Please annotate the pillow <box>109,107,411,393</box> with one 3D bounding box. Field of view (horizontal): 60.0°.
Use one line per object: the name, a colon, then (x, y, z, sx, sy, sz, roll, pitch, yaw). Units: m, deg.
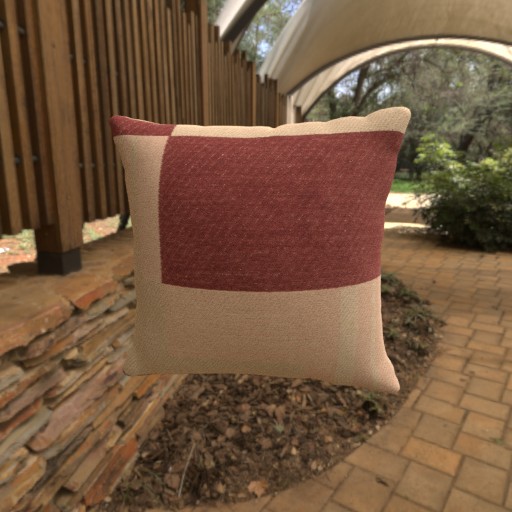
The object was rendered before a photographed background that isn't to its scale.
pillow: (0.000, 0.000, 0.799, 0.536, 0.506, 0.229, 2, 14, 7)
